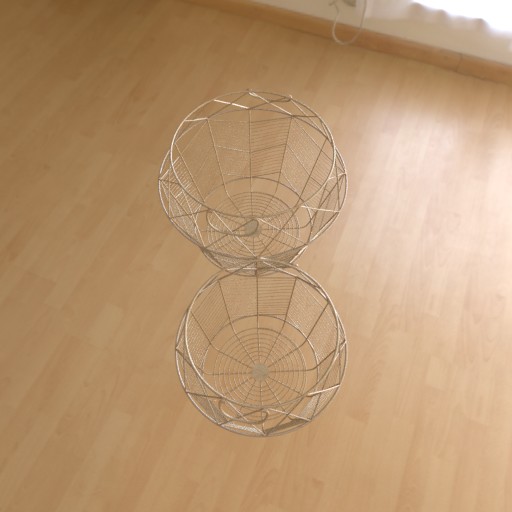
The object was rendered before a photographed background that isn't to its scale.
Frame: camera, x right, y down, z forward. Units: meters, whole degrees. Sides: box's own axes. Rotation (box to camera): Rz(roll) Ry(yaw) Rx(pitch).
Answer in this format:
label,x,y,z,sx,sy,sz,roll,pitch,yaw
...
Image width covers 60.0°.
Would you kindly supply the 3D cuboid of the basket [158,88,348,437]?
label,x,y,z,sx,sy,sz,roll,pitch,yaw
basket,0.000,0.000,1.041,0.451,0.343,0.805,-2,62,-1
